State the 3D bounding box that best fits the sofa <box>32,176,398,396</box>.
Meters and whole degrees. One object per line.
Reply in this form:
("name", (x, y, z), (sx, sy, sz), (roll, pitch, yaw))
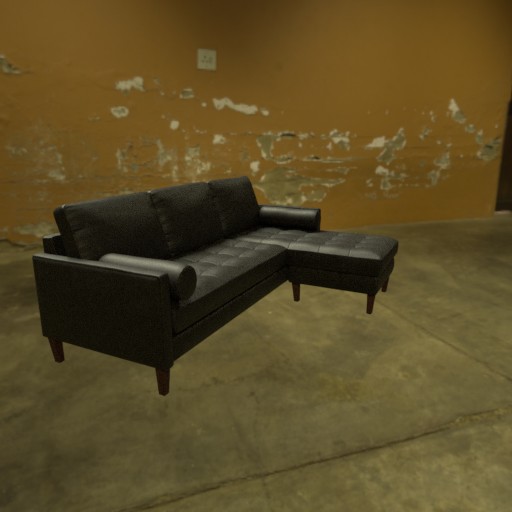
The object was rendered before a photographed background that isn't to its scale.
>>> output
("sofa", (0.000, 0.000, 2.916), (1.497, 0.876, 2.178), (7, 17, 26))
